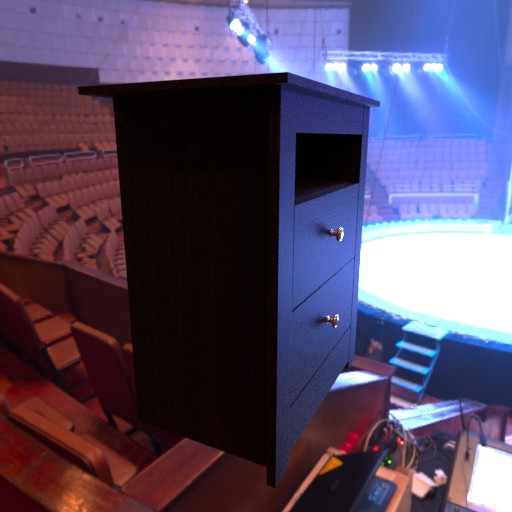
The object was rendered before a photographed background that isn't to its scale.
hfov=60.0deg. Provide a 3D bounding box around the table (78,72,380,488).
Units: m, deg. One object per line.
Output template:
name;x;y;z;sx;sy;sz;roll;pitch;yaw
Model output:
table;0.000;0.000;1.040;0.406;0.711;0.591;8;17;26
